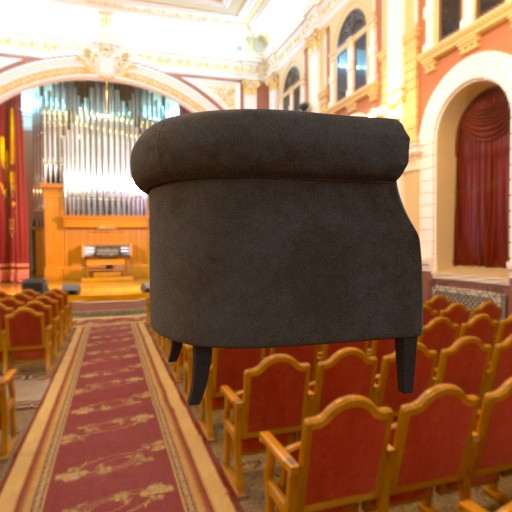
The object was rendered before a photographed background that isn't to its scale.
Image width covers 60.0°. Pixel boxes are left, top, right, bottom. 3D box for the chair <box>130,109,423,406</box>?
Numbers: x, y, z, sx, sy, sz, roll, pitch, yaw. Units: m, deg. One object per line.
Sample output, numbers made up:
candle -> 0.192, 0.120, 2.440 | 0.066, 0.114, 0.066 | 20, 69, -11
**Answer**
chair -> 0.000, 0.000, 1.568 | 0.851, 0.826, 0.904 | -1, 2, -18
